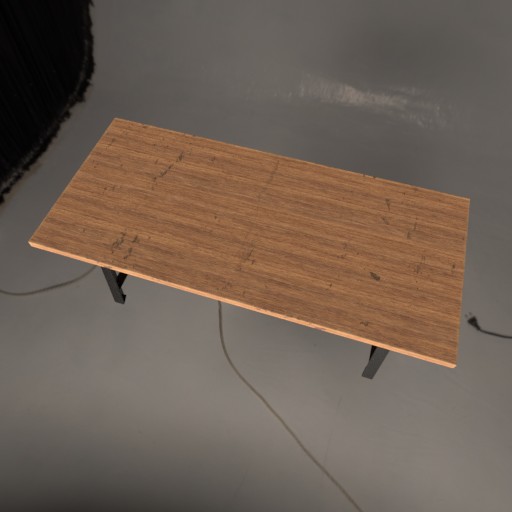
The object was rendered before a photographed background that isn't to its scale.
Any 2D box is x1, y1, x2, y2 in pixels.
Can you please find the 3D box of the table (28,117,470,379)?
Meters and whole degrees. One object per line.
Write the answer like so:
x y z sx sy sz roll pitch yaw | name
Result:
0.000 0.000 2.726 2.200 0.757 1.000 15 60 9 | table
